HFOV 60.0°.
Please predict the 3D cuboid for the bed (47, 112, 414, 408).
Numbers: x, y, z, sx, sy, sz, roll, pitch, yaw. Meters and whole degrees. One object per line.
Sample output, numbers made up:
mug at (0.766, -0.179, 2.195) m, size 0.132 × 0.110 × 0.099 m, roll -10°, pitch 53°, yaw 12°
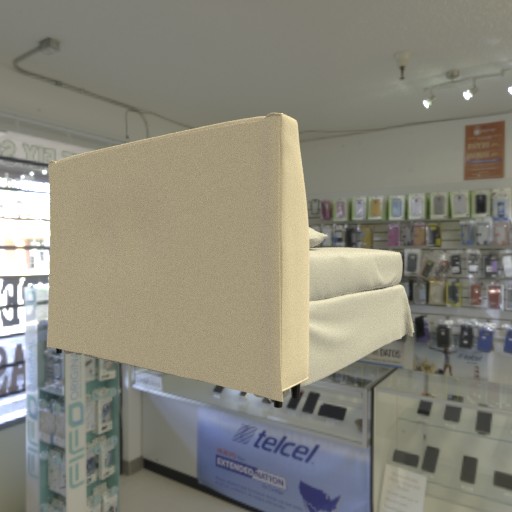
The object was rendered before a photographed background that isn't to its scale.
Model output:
bed at (0.000, 0.000, 3.395) m, size 1.925 × 1.332 × 2.276 m, roll 1°, pitch 1°, yaw 36°
